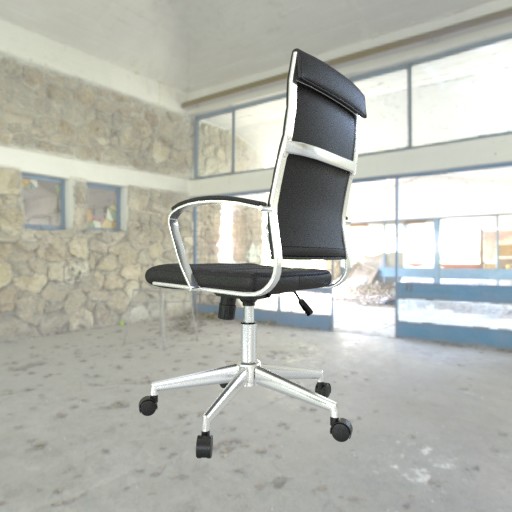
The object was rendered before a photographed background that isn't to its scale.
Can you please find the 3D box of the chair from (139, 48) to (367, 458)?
[{"bbox_3d":[0.000,0.000,1.586,0.739,1.149,0.766,0,-1,38],"label":"chair"}]
